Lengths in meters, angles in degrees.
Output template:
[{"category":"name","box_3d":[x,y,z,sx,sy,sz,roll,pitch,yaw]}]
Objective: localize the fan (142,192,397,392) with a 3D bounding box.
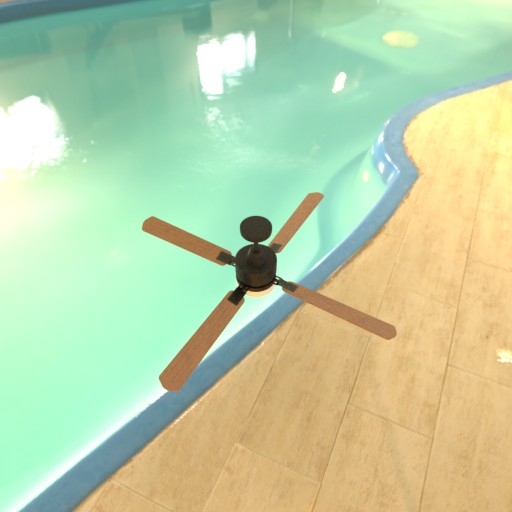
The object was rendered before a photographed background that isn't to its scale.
[{"category":"fan","box_3d":[0.000,0.000,1.942,1.320,0.355,1.320,24,52,20]}]
